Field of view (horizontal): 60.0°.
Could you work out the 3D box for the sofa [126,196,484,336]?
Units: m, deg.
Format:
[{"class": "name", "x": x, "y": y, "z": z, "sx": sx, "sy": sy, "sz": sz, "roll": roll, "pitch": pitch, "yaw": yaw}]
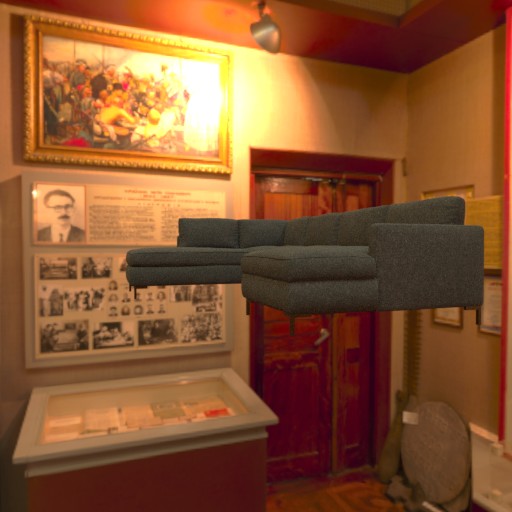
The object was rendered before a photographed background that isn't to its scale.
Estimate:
[{"class": "sofa", "x": 0.000, "y": 0.000, "z": 3.777, "sx": 2.007, "sy": 0.813, "sz": 2.956, "roll": 0, "pitch": 1, "yaw": -19}]
